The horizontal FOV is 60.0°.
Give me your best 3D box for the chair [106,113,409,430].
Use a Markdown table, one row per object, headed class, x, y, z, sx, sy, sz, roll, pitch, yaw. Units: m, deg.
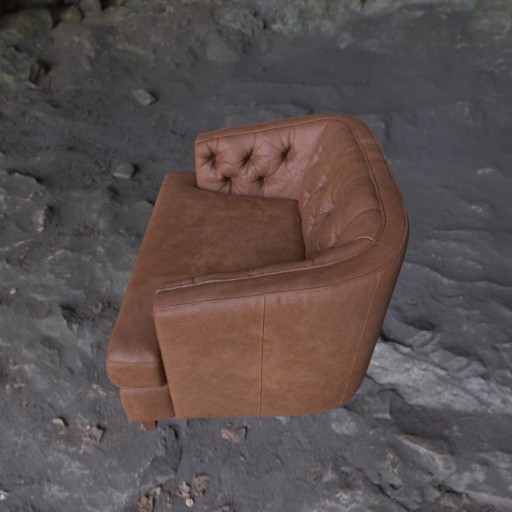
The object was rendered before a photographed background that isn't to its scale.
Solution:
| class | x | y | z | sx | sy | sz | roll | pitch | yaw |
| --- | --- | --- | --- | --- | --- | --- | --- | --- | --- |
| chair | 0.000 | 0.000 | 1.742 | 0.911 | 0.836 | 1.119 | 0 | 40 | 0 |
